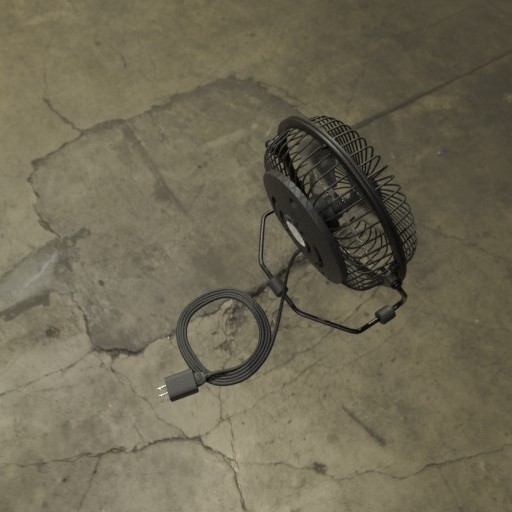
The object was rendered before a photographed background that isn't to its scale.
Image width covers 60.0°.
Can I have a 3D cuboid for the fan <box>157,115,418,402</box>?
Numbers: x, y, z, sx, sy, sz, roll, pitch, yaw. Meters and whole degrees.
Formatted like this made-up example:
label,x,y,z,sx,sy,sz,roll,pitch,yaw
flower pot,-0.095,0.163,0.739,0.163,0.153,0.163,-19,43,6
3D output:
label,x,y,z,sx,sy,sz,roll,pitch,yaw
fan,0.000,0.000,0.300,0.202,0.152,0.153,-29,64,-16
